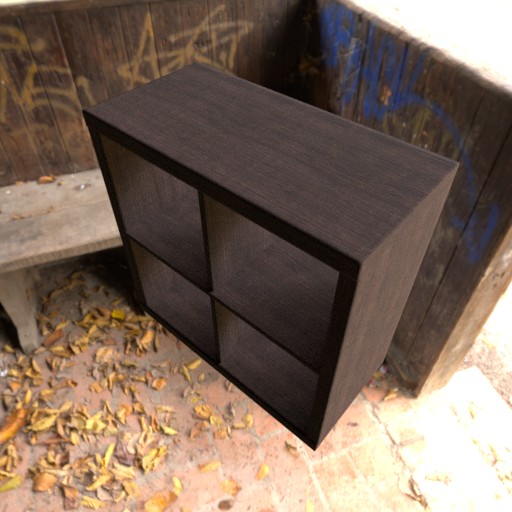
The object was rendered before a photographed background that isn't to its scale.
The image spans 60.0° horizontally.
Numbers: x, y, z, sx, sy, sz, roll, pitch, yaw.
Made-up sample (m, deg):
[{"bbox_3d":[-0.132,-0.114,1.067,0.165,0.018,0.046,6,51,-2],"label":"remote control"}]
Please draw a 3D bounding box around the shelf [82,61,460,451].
[{"bbox_3d":[0.000,0.000,1.285,0.790,0.786,0.390,32,54,27],"label":"shelf"}]
